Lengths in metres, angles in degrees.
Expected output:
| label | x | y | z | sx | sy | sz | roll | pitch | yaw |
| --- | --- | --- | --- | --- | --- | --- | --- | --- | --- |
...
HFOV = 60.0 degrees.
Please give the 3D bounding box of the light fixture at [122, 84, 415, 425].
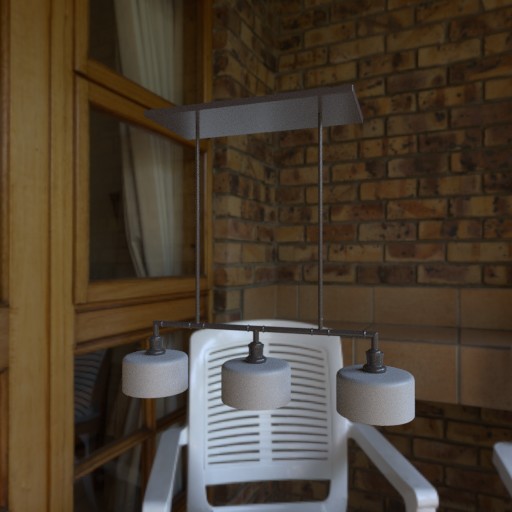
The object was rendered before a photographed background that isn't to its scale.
| label | x | y | z | sx | sy | sz | roll | pitch | yaw |
| --- | --- | --- | --- | --- | --- | --- | --- | --- | --- |
| light fixture | 0.000 | 0.000 | 0.866 | 0.582 | 0.557 | 0.177 | 0 | 0 | 19 |
